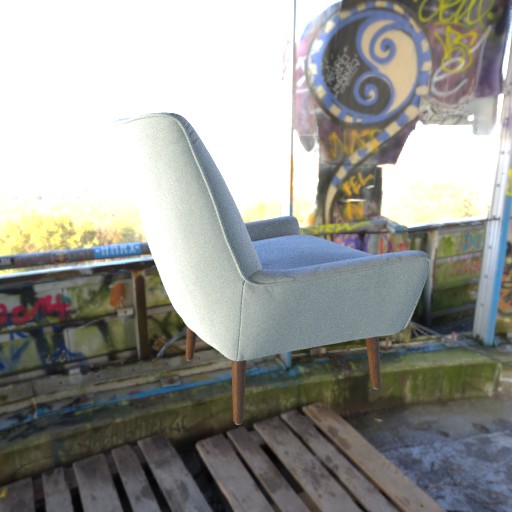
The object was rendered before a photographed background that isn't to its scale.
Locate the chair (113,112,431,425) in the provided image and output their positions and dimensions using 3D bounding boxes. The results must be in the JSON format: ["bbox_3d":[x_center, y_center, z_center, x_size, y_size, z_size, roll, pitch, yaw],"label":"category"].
[{"bbox_3d":[0.000,0.000,1.479,0.822,0.888,0.787,-8,17,-26],"label":"chair"}]
